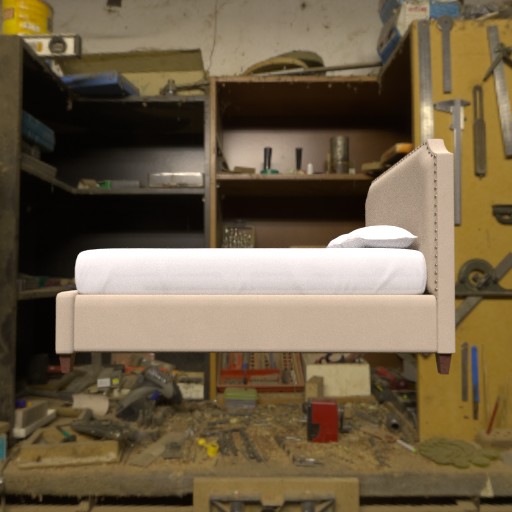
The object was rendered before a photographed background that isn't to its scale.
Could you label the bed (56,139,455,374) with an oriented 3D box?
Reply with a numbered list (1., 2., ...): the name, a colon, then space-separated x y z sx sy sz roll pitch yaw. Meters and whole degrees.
1. bed: 0.000 0.000 3.424 2.329 1.415 1.703 0 -1 1
